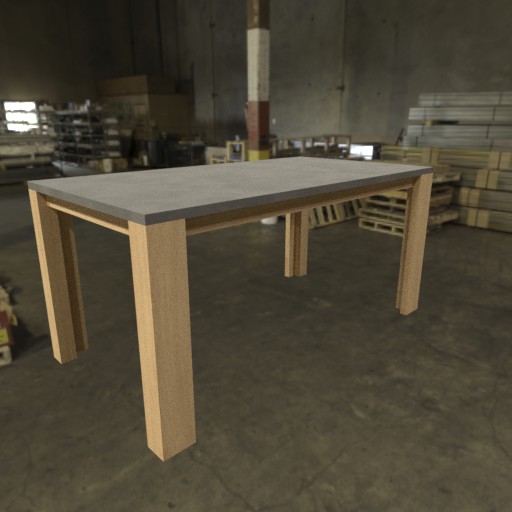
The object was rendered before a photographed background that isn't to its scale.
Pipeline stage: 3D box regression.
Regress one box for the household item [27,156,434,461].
[{"bbox_3d":[0.000,0.000,2.040,1.600,0.755,0.850,-16,24,-42],"label":"household item"}]
